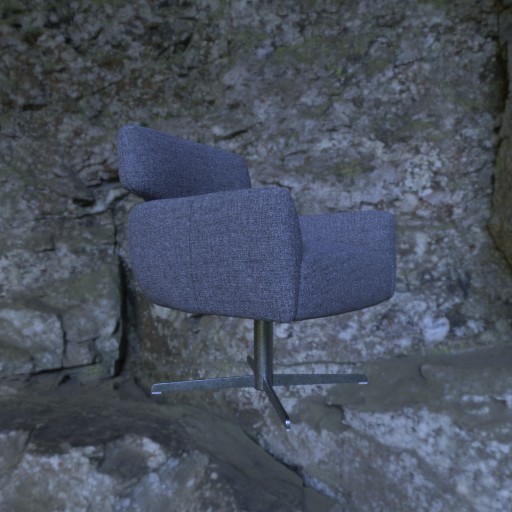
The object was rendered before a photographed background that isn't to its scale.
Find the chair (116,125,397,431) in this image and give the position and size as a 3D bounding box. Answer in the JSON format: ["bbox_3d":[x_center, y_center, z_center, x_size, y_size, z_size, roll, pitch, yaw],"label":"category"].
[{"bbox_3d":[0.000,0.000,1.375,0.715,0.812,0.706,0,0,36],"label":"chair"}]
